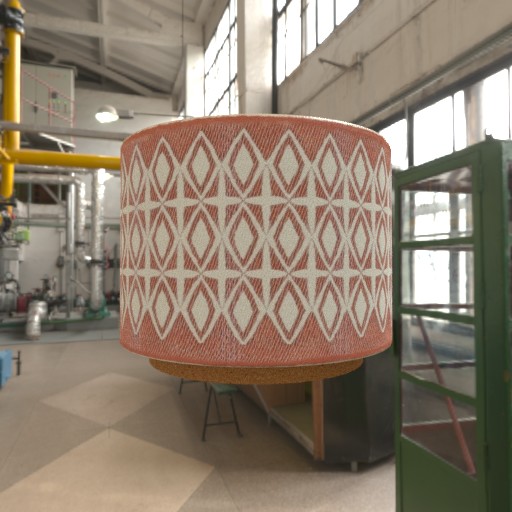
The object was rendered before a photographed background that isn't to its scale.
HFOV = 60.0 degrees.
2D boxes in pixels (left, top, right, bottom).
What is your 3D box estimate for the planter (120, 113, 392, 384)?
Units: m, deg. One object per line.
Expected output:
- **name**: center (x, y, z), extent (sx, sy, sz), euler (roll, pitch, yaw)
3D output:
- **planter**: center (0.000, 0.000, 0.327), extent (0.192, 0.148, 0.192), euler (0, -1, 0)
